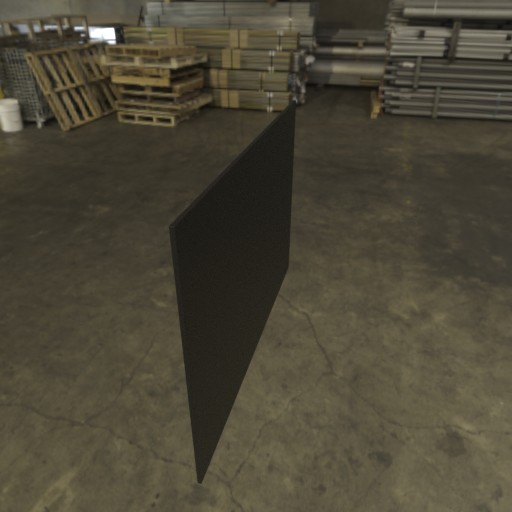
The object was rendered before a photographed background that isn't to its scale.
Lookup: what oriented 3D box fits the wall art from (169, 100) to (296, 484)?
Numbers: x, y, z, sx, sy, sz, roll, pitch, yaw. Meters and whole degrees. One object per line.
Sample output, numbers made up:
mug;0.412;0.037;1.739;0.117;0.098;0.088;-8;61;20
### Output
wall art;0.000;0.000;1.535;0.013;0.811;1.192;8;32;13
